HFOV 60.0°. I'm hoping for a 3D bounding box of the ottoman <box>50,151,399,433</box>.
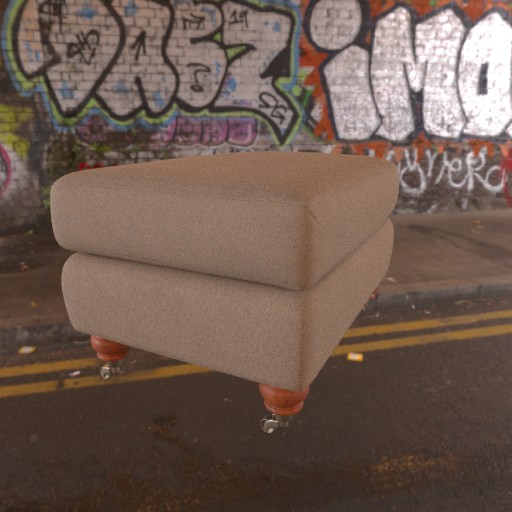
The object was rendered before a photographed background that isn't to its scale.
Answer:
[{"bbox_3d":[0.000,0.000,1.125,0.569,0.504,0.773,8,19,26],"label":"ottoman"}]
